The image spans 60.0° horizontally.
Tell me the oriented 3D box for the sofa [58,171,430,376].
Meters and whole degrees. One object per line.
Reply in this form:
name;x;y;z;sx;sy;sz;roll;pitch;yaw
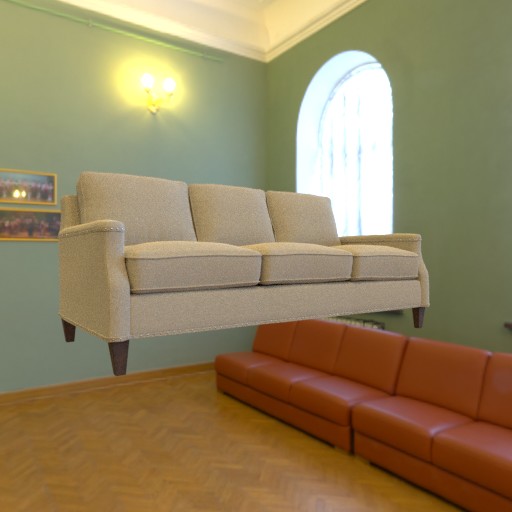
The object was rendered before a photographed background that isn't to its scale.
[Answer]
sofa;0.000;0.000;2.872;2.246;1.003;1.084;0;0;-35
